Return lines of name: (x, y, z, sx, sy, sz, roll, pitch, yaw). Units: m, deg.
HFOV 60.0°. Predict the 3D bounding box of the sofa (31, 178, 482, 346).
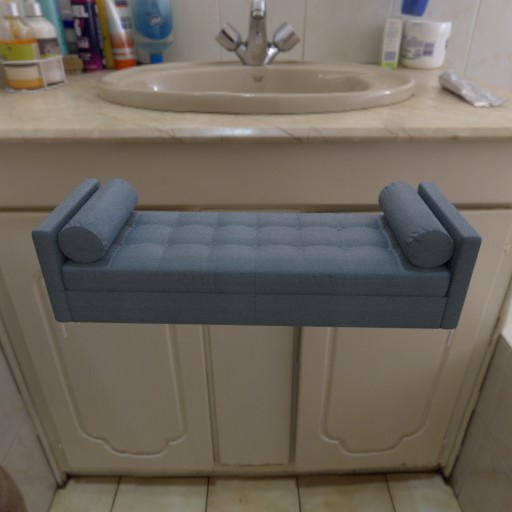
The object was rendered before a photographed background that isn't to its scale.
sofa: (0.000, 0.000, 2.373, 1.981, 0.635, 0.686, 1, 30, 1)
